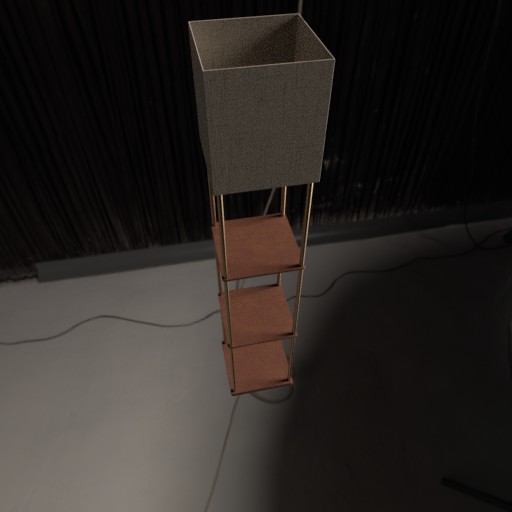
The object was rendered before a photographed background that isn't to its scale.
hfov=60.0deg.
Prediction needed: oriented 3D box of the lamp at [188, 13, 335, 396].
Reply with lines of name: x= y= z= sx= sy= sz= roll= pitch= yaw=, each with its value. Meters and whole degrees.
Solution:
lamp: x=0.000 y=0.000 z=1.672 sx=0.308 sy=1.569 sz=0.310 roll=-9 pitch=47 yaw=-8
